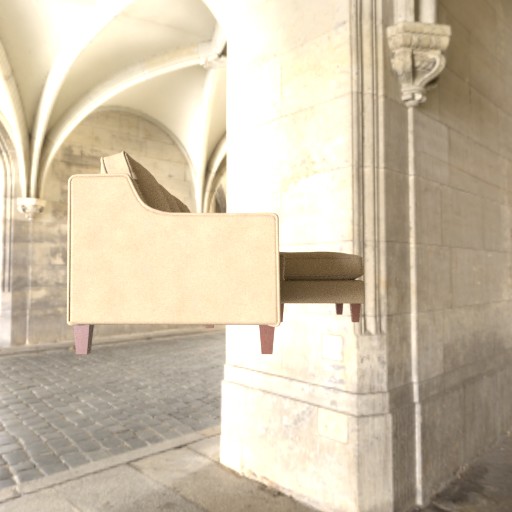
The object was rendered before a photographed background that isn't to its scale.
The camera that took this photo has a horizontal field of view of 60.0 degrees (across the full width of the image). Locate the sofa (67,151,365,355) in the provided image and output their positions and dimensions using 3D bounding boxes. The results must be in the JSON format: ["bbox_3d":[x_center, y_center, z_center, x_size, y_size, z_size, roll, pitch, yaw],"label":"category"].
[{"bbox_3d":[0.000,0.000,3.319,1.858,1.066,2.317,0,-2,0],"label":"sofa"}]
